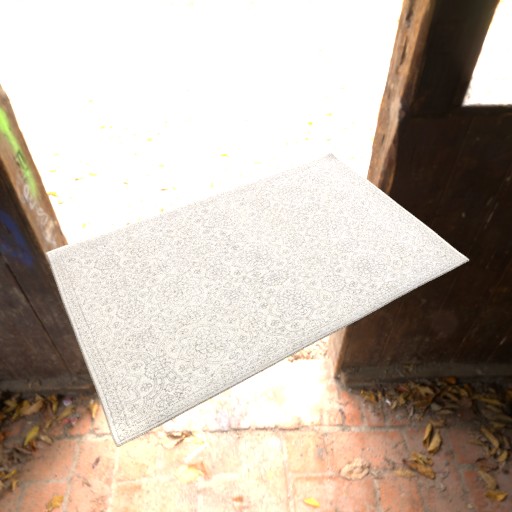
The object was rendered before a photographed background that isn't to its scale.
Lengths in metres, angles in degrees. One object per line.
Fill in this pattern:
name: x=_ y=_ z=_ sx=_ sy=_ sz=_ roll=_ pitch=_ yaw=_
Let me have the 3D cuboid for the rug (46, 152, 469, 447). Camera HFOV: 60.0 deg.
rug: x=0.000 y=0.000 z=2.385 sx=1.947 sy=0.023 sz=1.214 roll=-23 pitch=50 yaw=-21
